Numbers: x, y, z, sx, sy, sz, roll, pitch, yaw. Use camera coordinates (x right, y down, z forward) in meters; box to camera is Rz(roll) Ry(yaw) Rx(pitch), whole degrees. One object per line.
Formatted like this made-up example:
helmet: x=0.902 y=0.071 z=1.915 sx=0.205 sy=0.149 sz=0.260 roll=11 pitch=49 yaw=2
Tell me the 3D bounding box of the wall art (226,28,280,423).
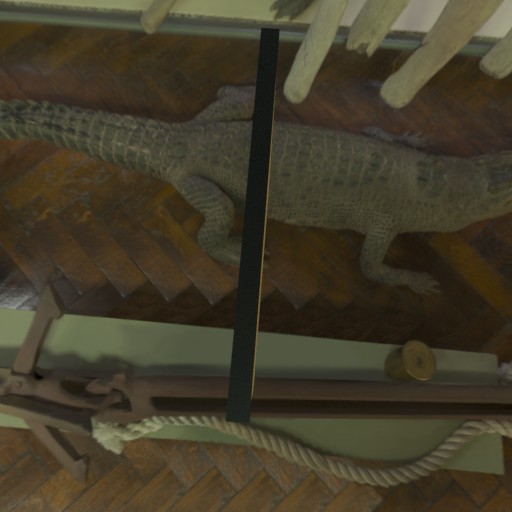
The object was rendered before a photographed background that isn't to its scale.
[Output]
wall art: x=0.000 y=0.000 z=1.176 sx=0.038 sy=0.762 sz=0.762 roll=4 pitch=75 yaw=1
